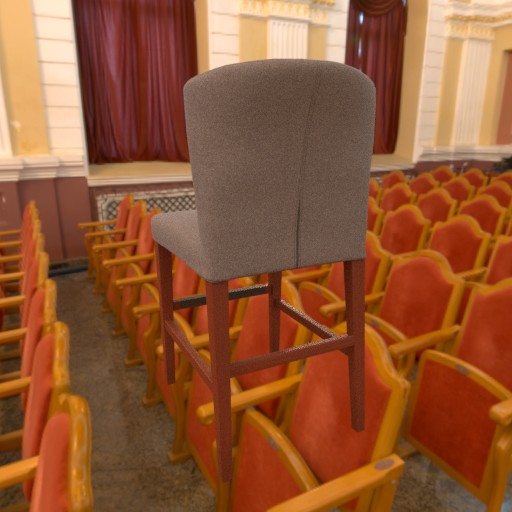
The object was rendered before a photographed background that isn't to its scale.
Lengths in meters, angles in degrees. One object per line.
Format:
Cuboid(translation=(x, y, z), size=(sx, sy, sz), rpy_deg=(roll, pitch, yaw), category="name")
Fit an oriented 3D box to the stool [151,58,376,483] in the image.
Cuboid(translation=(0.000, 0.000, 1.265), size=(0.481, 0.968, 0.568), rpy_deg=(-8, 17, -26), category="stool")
